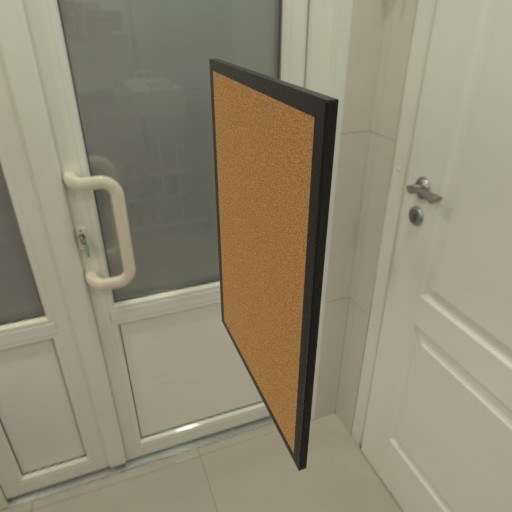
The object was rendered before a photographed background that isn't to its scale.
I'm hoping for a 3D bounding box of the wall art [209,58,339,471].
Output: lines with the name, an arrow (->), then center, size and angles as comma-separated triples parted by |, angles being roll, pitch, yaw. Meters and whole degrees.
wall art -> 0.000, 0.000, 0.856 | 0.016, 0.657, 0.480 | -11, 31, -18
